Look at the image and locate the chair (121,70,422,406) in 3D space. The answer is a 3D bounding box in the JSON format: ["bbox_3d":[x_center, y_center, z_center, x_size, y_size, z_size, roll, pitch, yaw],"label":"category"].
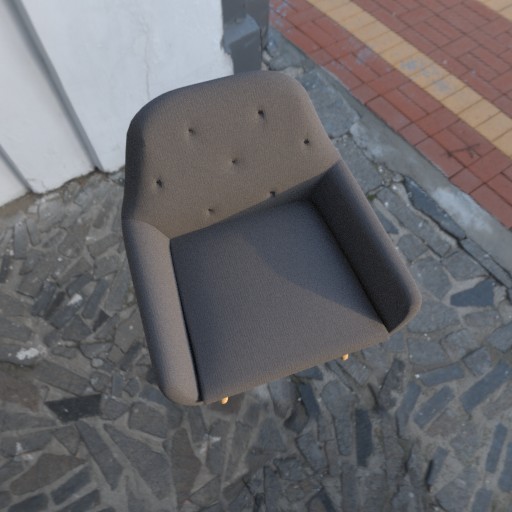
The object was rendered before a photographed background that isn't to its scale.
[{"bbox_3d":[0.000,0.000,1.439,0.770,0.800,0.779,-17,64,-9],"label":"chair"}]
